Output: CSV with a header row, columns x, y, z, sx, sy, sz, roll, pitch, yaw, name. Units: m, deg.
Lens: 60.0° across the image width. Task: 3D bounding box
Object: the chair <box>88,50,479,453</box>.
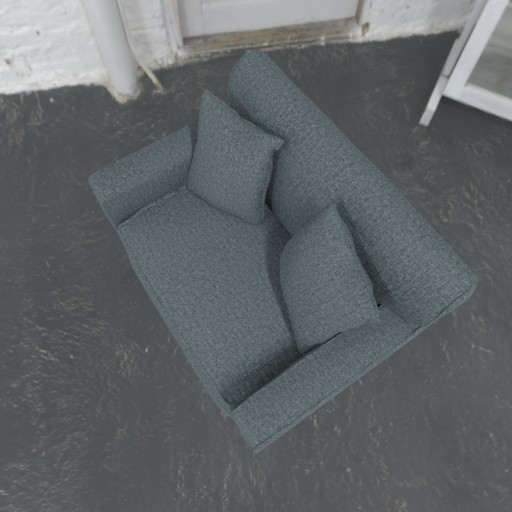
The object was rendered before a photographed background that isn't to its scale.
x,y,z,sx,sy,sz,roll,pitch,yaw,name
0.000,0.000,2.018,1.000,0.948,1.383,-31,69,-14,chair
